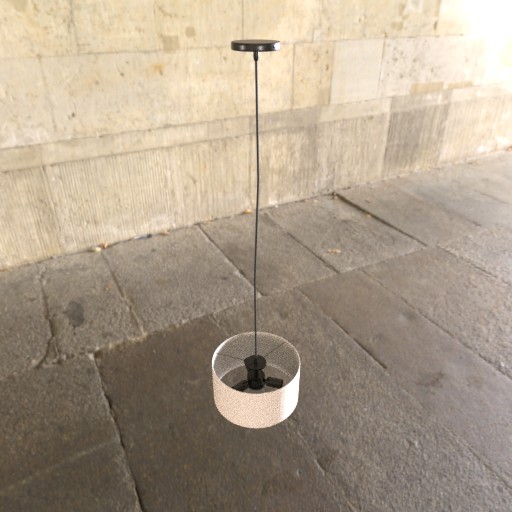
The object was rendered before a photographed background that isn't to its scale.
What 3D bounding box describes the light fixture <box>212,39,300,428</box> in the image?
[{"bbox_3d":[0.000,0.000,1.734,0.399,1.516,0.399,0,30,0],"label":"light fixture"}]
